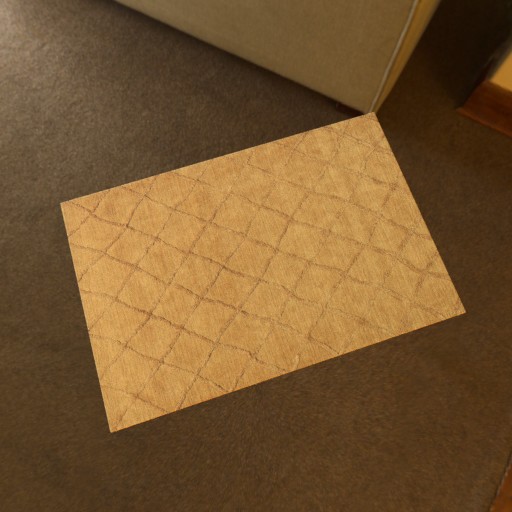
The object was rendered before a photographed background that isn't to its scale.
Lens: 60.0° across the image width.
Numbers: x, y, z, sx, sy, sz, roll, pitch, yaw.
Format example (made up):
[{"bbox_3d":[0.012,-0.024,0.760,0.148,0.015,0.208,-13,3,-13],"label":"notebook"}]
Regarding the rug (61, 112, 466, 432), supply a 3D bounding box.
[{"bbox_3d":[0.000,0.000,2.905,2.292,0.014,1.528,-17,75,-5],"label":"rug"}]
